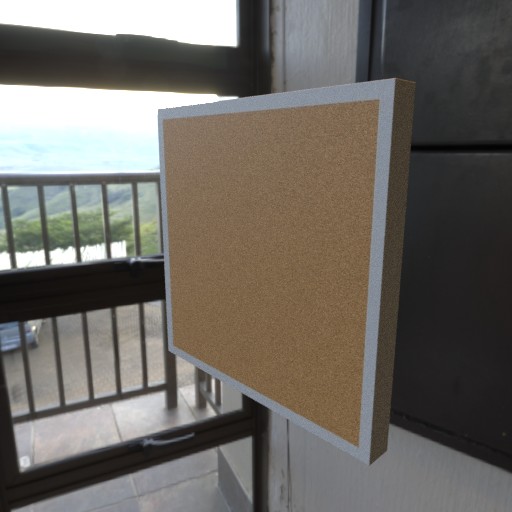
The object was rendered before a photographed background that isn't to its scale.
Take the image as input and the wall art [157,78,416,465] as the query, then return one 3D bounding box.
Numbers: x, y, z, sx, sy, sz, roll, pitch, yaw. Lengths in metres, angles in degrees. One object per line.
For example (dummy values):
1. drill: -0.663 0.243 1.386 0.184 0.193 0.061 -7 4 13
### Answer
1. wall art: 0.000 0.000 0.604 0.038 0.406 0.406 -12 18 -42
